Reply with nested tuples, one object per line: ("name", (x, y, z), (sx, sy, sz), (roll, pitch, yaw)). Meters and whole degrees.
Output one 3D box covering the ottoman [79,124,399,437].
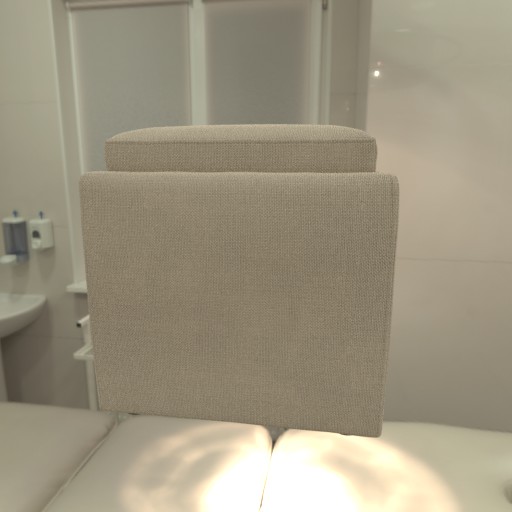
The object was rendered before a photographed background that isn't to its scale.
("ottoman", (0.000, 0.000, 0.828), (0.451, 0.460, 0.450), (2, 12, 9))
